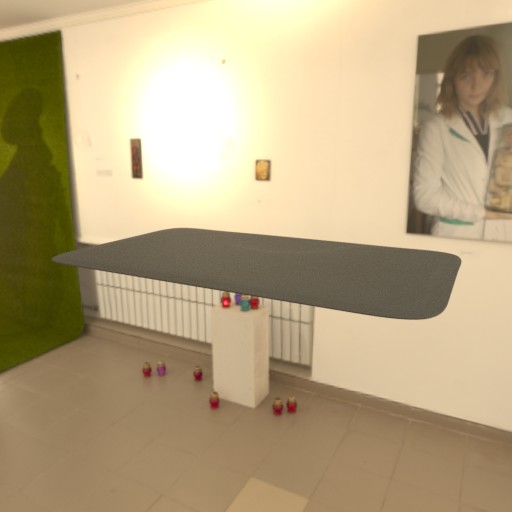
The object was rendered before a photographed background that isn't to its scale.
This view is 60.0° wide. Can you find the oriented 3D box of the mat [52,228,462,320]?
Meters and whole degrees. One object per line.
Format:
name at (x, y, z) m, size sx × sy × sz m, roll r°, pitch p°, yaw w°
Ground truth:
mat at (0.000, 0.000, 1.841) m, size 1.524 × 0.013 × 0.918 m, roll 7°, pitch 15°, yaw 27°
